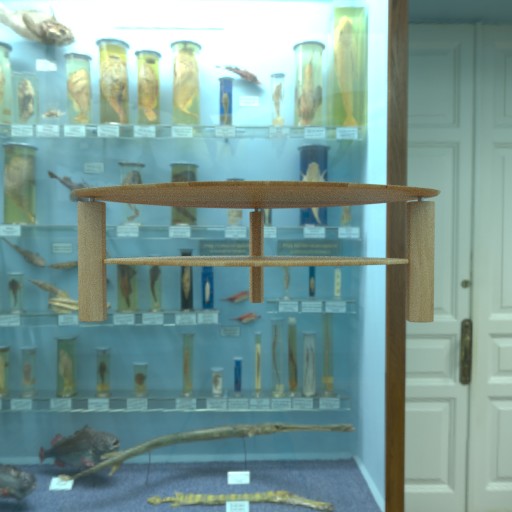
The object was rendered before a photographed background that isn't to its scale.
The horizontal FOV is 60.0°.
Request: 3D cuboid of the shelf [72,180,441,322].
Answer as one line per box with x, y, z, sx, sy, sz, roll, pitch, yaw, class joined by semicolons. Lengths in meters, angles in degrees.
0.000;0.000;1.645;1.246;0.440;0.845;0;2;0;shelf
